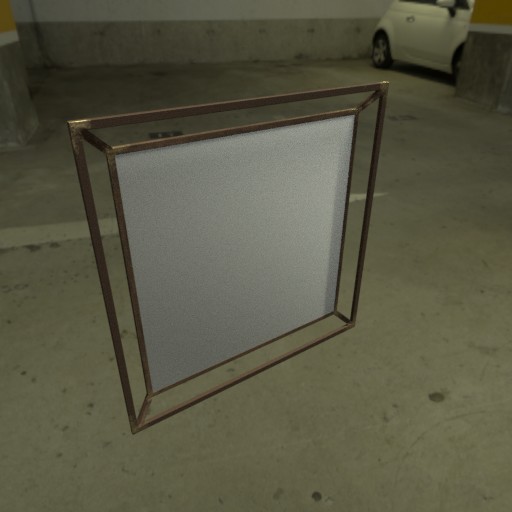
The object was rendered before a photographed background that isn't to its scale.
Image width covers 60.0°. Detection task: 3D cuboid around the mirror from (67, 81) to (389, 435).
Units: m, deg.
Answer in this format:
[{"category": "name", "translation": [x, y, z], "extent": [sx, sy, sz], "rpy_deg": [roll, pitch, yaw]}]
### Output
[{"category": "mirror", "translation": [0.000, 0.000, 0.888], "extent": [0.610, 0.610, 0.032], "rpy_deg": [-18, 35, -29]}]
